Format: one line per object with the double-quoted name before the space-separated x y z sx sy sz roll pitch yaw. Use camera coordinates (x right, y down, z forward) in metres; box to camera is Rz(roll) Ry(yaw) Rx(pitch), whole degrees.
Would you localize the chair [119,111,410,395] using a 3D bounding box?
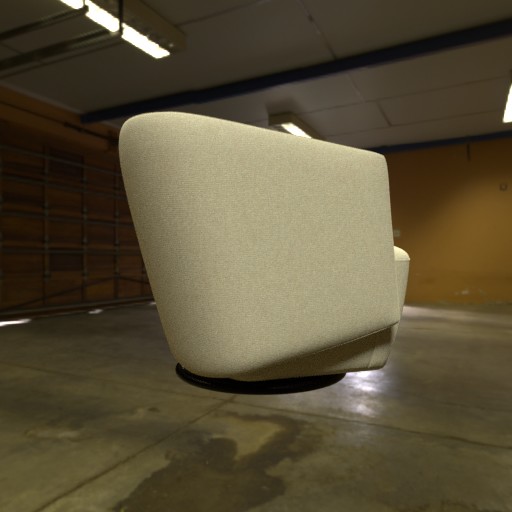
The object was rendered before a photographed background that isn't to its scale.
"chair" 0.000 0.000 1.669 0.986 0.861 0.822 0 0 -19
